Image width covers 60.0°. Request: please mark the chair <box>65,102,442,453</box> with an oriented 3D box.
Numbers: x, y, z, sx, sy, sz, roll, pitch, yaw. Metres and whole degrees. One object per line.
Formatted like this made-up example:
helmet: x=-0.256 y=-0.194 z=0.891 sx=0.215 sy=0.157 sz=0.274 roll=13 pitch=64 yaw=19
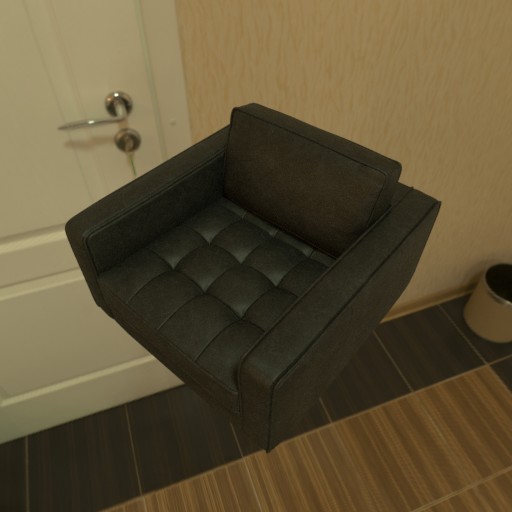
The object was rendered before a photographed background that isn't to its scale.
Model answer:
chair: x=0.000 y=0.000 z=1.576 sx=0.889 sy=0.763 sz=0.914 roll=32 pitch=54 yaw=27
